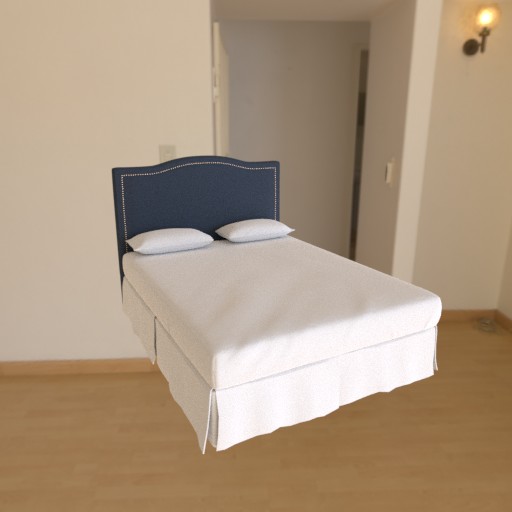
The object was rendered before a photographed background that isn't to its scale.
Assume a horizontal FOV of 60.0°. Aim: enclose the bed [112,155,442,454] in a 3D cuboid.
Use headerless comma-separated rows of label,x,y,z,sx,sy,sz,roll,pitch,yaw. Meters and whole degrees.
bed,0.000,0.000,3.527,1.821,1.436,2.282,-9,19,-27
